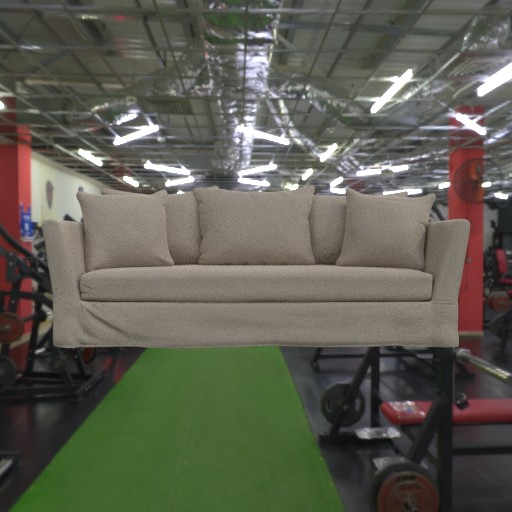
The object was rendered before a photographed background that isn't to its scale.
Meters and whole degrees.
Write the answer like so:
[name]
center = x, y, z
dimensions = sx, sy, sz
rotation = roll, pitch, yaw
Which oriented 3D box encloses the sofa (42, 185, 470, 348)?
[sofa]
center = 0.000, 0.000, 3.072
dimensions = 2.499, 1.047, 1.046
rotation = 0, 2, 0
